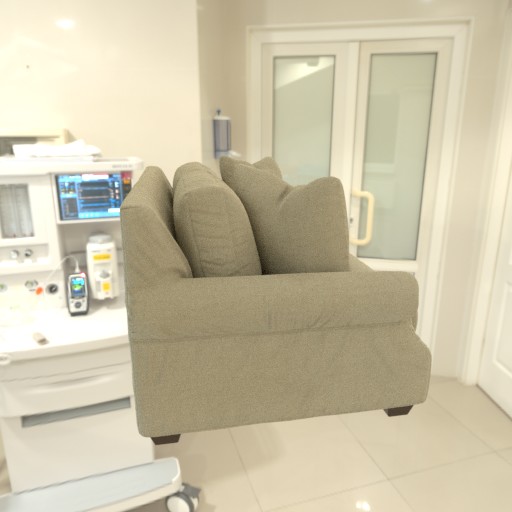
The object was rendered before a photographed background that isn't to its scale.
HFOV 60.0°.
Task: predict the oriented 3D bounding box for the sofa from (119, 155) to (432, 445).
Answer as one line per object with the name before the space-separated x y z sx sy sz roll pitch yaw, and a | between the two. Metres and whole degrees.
sofa | 0.000 0.000 2.103 1.070 0.905 1.550 -3 16 -10
